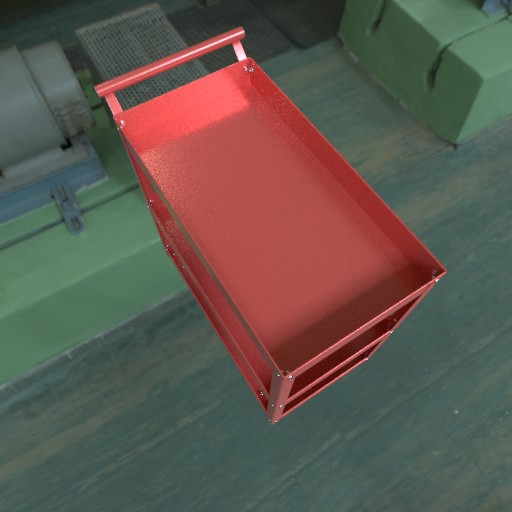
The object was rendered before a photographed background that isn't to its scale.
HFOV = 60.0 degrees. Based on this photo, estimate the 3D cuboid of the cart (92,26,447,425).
[{"bbox_3d":[0.000,0.000,1.184,0.366,0.780,0.719,-29,66,-14],"label":"cart"}]
